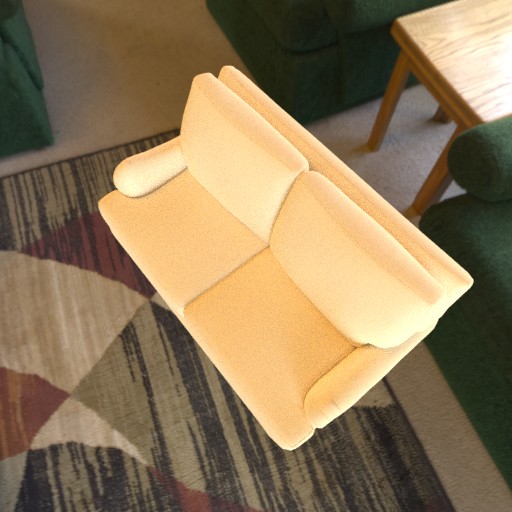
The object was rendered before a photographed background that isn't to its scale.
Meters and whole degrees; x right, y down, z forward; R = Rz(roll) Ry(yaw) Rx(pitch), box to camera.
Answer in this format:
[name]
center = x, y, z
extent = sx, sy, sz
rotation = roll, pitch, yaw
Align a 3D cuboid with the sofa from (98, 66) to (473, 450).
[sofa]
center = 0.000, 0.000, 2.525
extent = 1.084, 1.101, 1.853
rotation = -36, 69, -16
